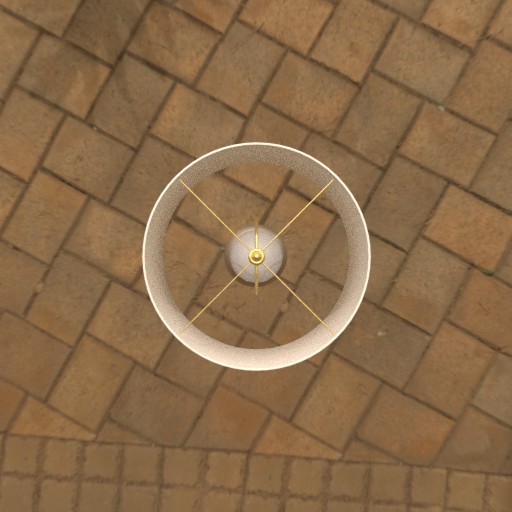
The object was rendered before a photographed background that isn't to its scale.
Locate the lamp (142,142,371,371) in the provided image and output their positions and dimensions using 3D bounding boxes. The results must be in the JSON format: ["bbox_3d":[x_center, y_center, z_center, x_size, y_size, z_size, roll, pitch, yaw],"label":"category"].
[{"bbox_3d":[0.000,0.000,0.815,0.328,0.619,0.328,0,90,0],"label":"lamp"}]
